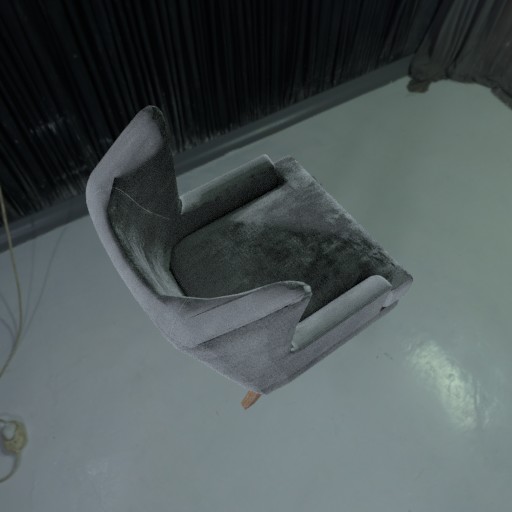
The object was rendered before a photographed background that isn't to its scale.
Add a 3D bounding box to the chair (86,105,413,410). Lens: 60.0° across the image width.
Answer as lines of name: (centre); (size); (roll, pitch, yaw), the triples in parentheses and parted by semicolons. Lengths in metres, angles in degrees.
chair: (0.000, 0.000, 1.611); (0.906, 0.950, 0.784); (-30, 63, -17)
